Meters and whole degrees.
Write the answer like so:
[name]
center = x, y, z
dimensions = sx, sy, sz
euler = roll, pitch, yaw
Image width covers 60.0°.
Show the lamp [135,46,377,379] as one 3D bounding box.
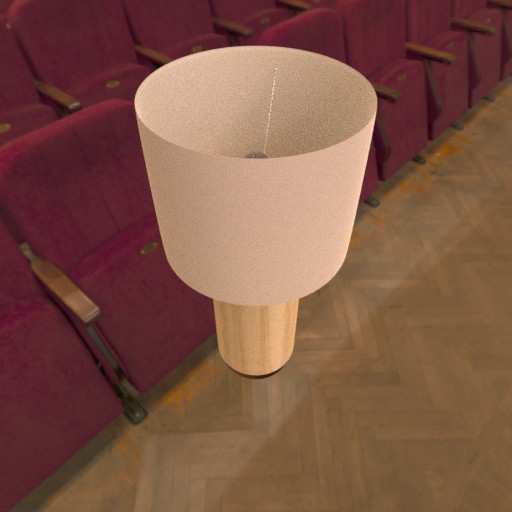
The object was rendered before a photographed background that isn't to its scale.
[lamp]
center = 0.000, 0.000, 0.578
dimensions = 0.228, 0.444, 0.228
euler = 33, 54, 28
